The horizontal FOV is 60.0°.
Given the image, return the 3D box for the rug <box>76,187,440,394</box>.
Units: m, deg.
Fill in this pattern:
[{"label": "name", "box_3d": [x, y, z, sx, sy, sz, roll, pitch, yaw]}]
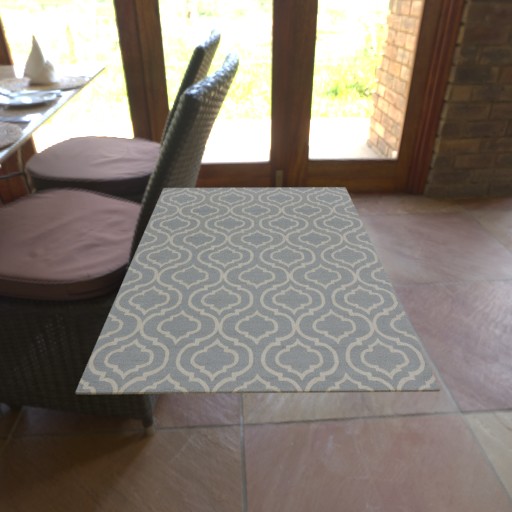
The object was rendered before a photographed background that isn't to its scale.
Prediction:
[{"label": "rug", "box_3d": [0.000, 0.000, 2.643, 1.451, 0.010, 2.080, 0, 31, 0]}]
